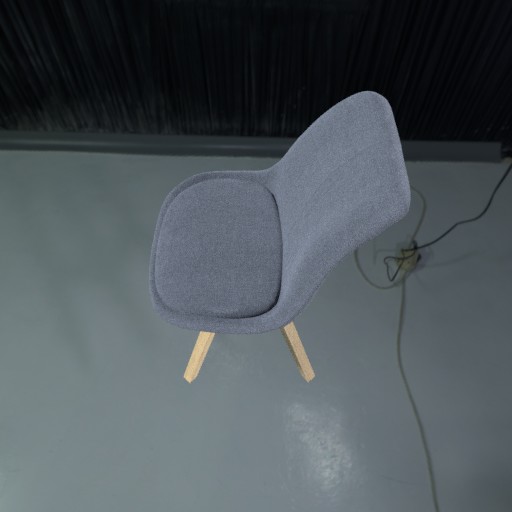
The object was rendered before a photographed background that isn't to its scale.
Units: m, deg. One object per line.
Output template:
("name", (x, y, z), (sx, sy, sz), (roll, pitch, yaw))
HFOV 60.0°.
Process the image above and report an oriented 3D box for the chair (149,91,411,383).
("chair", (0.000, 0.000, 1.183), (0.550, 0.850, 0.485), (0, 59, 0))
